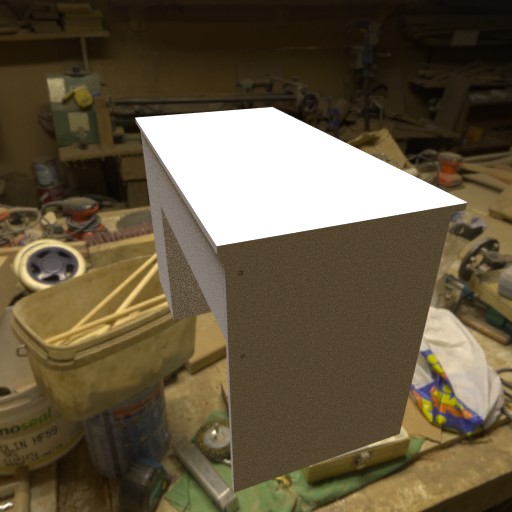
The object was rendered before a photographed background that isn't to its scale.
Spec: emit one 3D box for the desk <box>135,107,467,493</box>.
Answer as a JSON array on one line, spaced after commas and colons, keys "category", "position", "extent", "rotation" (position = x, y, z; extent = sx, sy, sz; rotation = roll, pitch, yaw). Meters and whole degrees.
[{"category": "desk", "position": [0.000, 0.000, 1.492], "extent": [0.560, 0.730, 1.096], "rotation": [-11, 31, -18]}]
